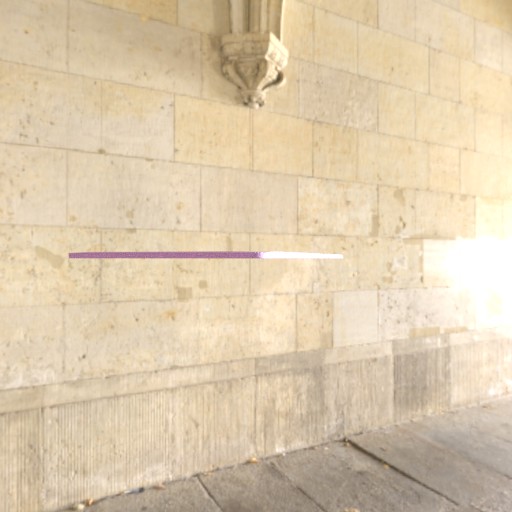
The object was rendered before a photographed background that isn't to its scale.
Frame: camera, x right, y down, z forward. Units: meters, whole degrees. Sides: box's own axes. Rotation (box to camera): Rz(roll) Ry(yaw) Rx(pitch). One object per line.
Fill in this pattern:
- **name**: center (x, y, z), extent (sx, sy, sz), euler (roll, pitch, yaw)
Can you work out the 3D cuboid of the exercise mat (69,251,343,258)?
- **exercise mat**: center (0.000, 0.000, 2.098), extent (0.616, 0.021, 1.869), euler (0, 0, 18)
